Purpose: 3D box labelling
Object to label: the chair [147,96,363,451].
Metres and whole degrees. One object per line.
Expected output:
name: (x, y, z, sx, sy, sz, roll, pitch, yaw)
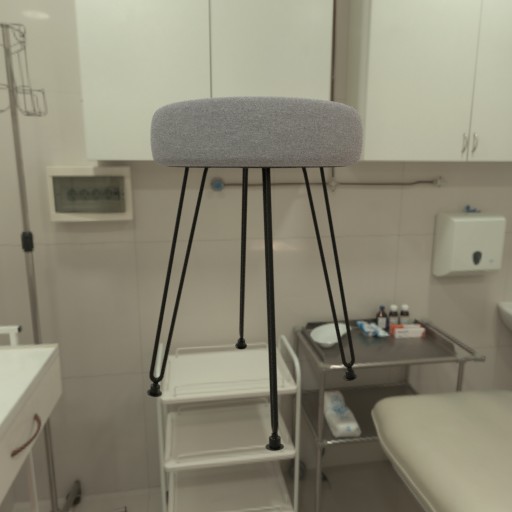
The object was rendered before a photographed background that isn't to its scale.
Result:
chair: (0.000, 0.000, 0.684, 0.350, 0.440, 0.350, -2, 12, -9)
